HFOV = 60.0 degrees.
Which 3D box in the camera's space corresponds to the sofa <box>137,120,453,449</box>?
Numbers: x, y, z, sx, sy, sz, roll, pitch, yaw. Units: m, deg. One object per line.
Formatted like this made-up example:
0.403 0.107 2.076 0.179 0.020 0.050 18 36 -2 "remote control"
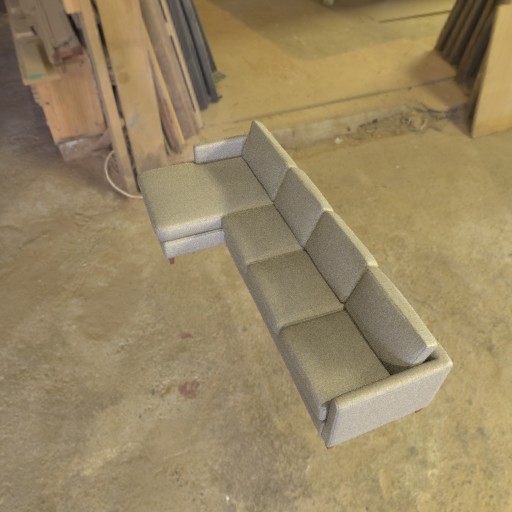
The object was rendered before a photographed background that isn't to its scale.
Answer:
0.000 0.000 3.826 1.502 0.876 3.201 -15 47 -15 "sofa"
